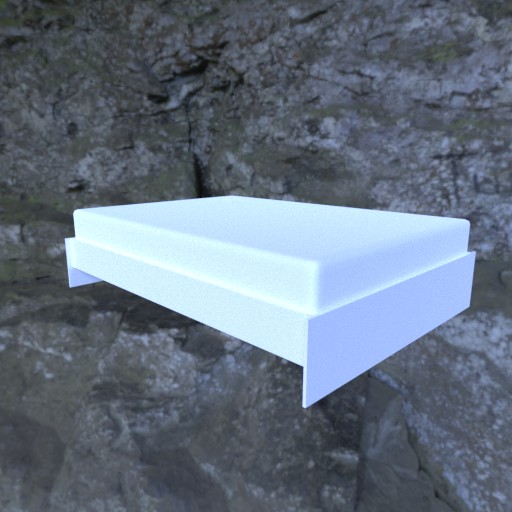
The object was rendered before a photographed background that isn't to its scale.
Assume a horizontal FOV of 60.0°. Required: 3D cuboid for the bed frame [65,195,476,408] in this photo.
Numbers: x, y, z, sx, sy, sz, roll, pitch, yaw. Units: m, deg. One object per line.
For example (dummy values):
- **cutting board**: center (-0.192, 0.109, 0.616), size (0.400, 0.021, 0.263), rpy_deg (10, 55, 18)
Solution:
- **bed frame**: center (0.000, 0.000, 2.611), size (1.445, 0.497, 1.945), rpy_deg (-13, 18, -43)
